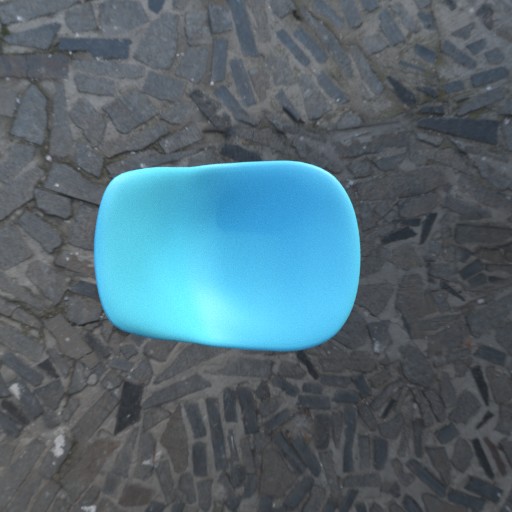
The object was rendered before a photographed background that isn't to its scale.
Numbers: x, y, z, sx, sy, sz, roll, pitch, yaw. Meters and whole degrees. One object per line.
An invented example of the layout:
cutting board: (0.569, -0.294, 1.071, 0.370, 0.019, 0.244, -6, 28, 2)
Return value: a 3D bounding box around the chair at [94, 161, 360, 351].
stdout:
chair: (0.000, 0.000, 1.129, 0.531, 0.826, 0.470, 0, 89, -1)
